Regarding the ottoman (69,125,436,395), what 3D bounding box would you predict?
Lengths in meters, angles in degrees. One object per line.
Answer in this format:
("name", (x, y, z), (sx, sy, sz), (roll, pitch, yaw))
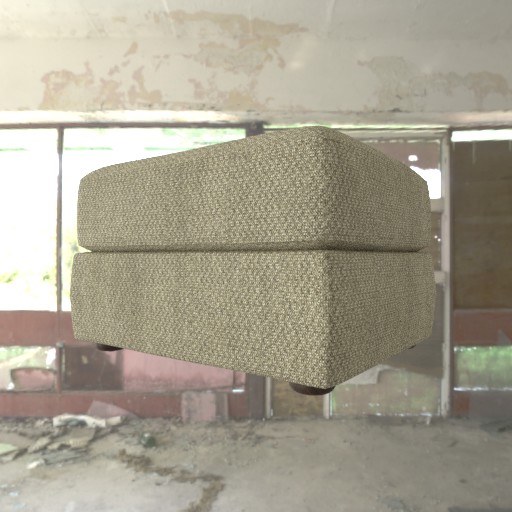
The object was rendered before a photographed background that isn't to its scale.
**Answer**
("ottoman", (0.000, 0.000, 1.128), (0.751, 0.476, 0.603), (0, 0, 37))
